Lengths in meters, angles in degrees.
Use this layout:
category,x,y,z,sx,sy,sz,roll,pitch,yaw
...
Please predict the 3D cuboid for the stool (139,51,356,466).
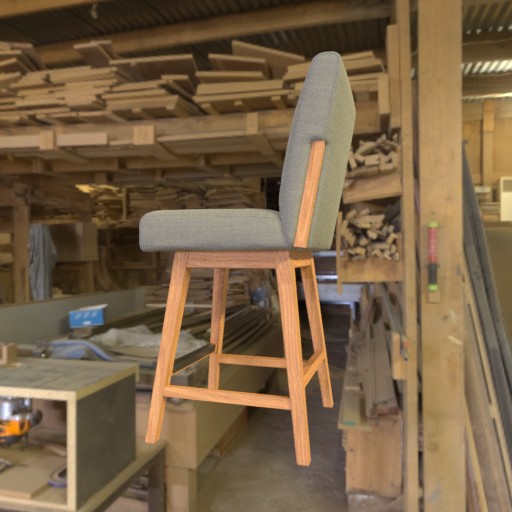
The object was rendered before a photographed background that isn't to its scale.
category,x,y,z,sx,sy,sz,roll,pitch,yaw
stool,0.000,0.000,1.351,0.570,1.019,0.459,0,0,17
